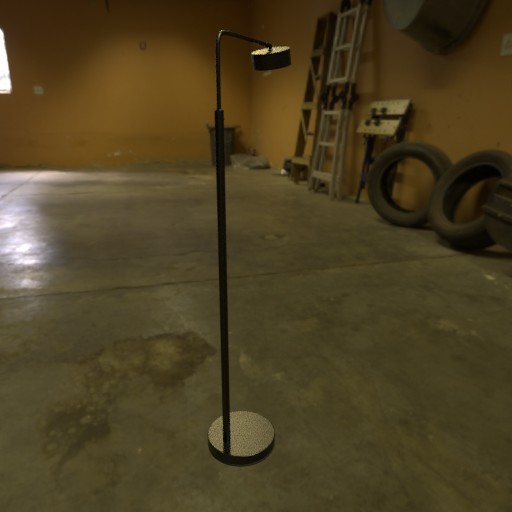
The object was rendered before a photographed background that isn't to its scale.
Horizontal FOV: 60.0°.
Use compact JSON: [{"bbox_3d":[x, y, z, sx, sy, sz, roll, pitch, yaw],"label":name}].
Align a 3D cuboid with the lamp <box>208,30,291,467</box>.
[{"bbox_3d":[0.000,0.000,1.362,0.219,1.230,0.418,9,19,28],"label":"lamp"}]
